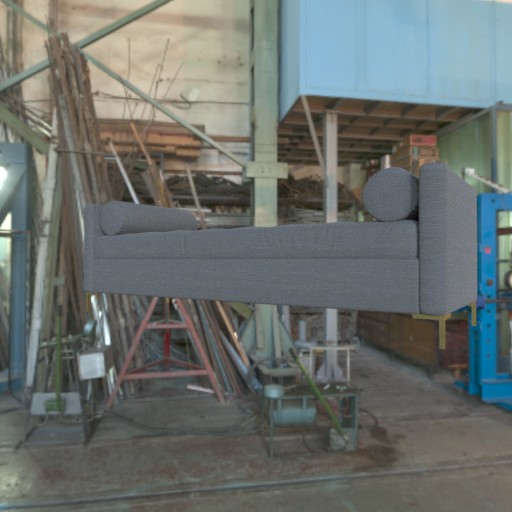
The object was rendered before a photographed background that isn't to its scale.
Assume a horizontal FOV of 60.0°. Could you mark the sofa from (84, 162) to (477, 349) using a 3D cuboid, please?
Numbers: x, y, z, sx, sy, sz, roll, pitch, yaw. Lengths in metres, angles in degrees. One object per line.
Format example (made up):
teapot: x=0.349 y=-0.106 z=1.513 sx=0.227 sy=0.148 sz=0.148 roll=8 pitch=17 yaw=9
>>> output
sofa: x=0.000 y=0.000 z=2.298 sx=1.981 sy=0.635 sz=0.686 roll=0 pitch=-1 yaw=35
